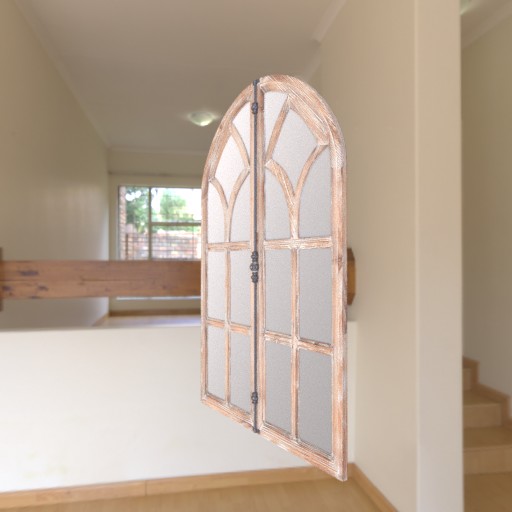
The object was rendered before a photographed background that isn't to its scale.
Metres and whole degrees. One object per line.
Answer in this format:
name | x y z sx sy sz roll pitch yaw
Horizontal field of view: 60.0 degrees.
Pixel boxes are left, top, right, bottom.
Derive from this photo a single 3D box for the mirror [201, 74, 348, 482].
mirror | 0.000 0.000 1.148 0.032 0.915 0.609 0 -1 -35
